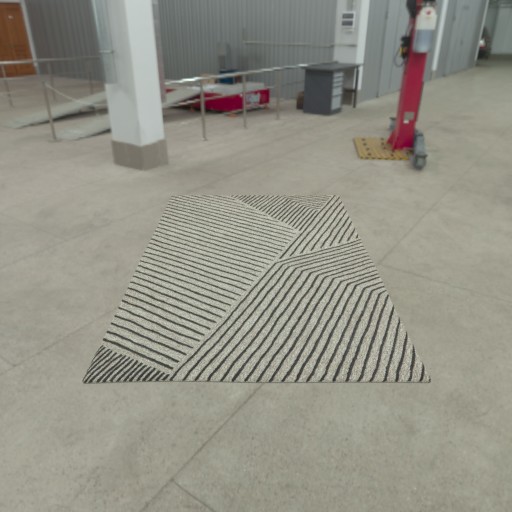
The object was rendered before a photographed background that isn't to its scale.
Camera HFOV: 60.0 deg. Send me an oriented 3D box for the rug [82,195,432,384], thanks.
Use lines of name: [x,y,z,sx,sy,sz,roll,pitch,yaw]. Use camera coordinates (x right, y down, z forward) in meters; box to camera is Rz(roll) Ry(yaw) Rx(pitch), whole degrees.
rug: [0.000,0.000,3.004,1.539,0.023,2.406,0,27,0]
